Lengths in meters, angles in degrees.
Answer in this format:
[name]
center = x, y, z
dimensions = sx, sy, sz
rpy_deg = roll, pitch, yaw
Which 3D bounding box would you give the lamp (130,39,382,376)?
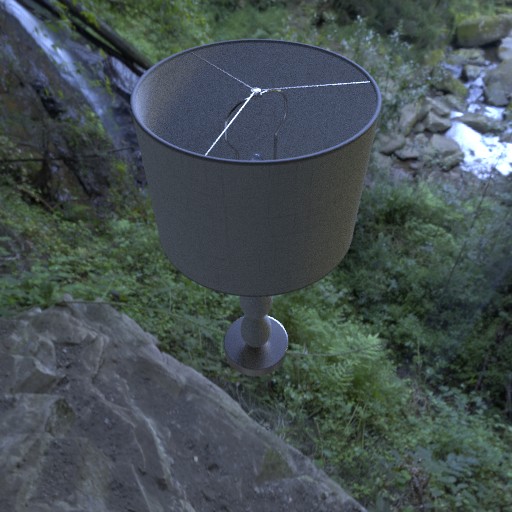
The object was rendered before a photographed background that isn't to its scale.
[lamp]
center = 0.000, 0.000, 0.707
dimensions = 0.282, 0.559, 0.280
rpy_deg = -31, 55, -25
